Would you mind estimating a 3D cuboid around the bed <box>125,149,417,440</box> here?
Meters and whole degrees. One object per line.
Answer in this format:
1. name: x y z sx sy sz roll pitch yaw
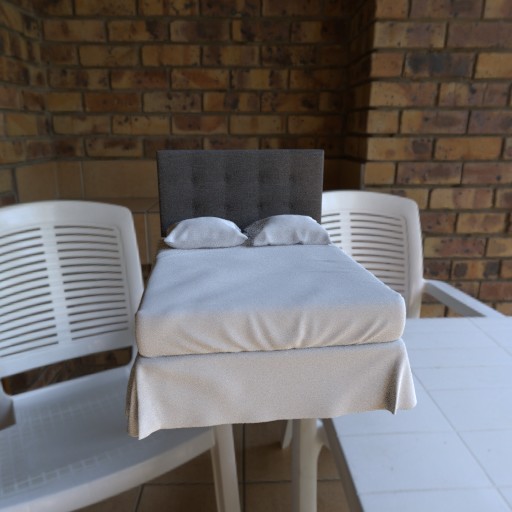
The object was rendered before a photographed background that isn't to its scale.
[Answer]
1. bed: 0.000 0.000 3.538 1.936 1.577 2.222 -2 16 -8
